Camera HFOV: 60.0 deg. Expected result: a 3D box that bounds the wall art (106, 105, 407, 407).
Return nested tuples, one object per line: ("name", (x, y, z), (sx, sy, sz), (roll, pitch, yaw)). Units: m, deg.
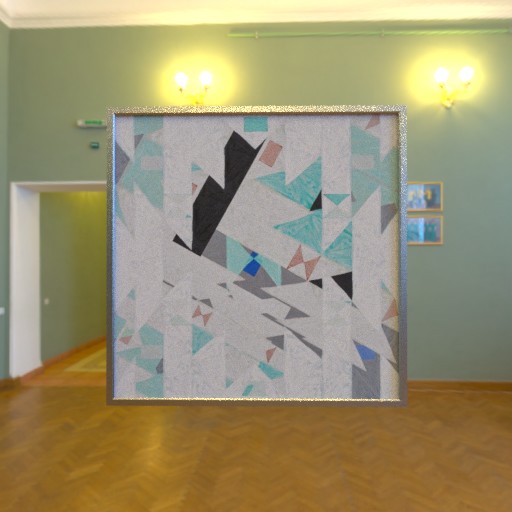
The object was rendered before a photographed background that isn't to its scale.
("wall art", (0.000, 0.000, 1.209), (0.806, 0.806, 0.038), (0, 0, 1))
